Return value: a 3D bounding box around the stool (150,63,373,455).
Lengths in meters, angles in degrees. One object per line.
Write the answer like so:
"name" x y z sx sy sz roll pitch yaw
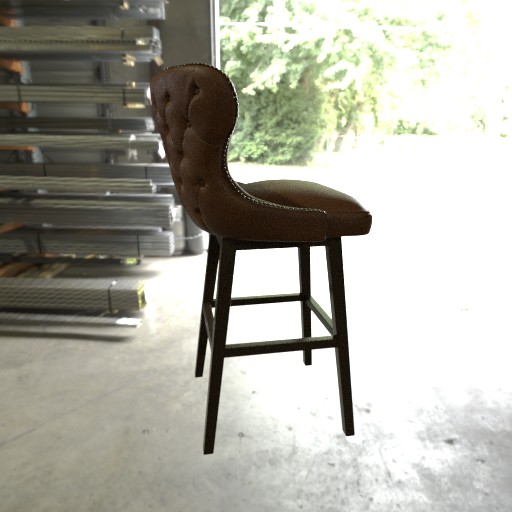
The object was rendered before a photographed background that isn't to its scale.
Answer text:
"stool" 0.000 0.000 1.436 0.606 1.087 0.591 -3 16 -10
